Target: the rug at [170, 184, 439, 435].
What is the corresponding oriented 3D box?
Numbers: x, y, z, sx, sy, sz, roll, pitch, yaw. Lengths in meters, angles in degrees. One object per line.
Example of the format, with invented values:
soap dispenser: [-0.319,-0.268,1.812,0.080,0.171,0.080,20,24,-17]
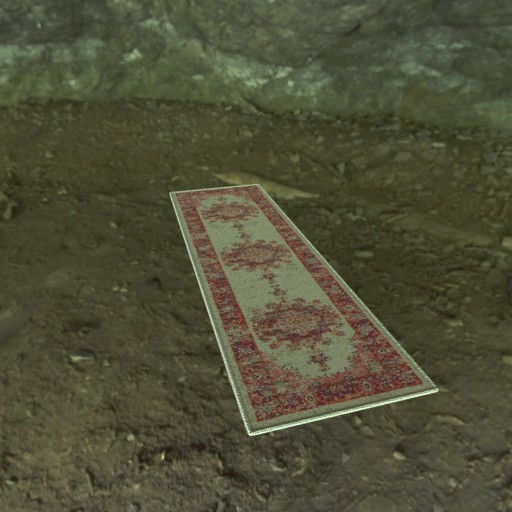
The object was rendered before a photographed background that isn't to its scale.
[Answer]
rug: [0.000,0.000,1.955,0.562,0.009,1.824,-8,29,-14]
